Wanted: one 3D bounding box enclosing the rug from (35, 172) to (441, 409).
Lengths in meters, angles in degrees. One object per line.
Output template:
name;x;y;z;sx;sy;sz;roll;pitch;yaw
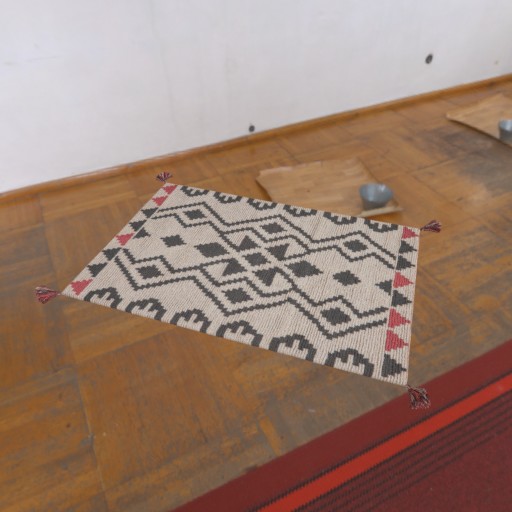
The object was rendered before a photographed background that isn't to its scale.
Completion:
rug;0.000;0.000;2.622;2.069;0.067;1.444;12;42;14
